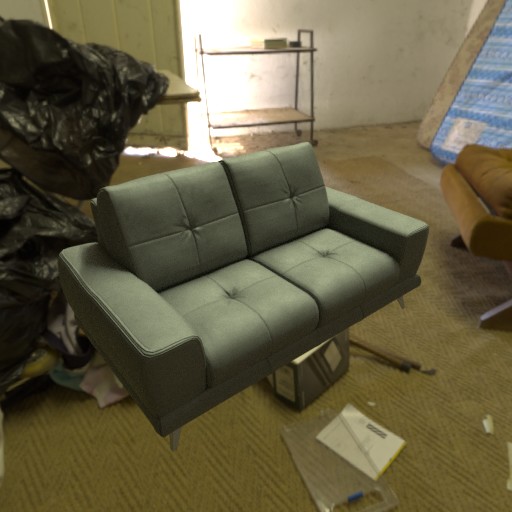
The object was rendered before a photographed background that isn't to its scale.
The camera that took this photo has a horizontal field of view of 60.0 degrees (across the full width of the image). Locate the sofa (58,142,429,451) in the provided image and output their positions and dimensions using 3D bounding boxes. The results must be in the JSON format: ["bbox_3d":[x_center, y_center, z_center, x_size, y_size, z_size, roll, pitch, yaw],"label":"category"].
[{"bbox_3d":[0.000,0.000,2.392,1.806,0.907,1.018,-21,35,-33],"label":"sofa"}]
